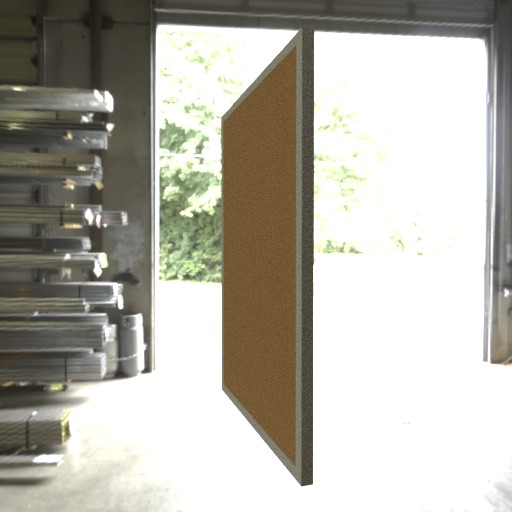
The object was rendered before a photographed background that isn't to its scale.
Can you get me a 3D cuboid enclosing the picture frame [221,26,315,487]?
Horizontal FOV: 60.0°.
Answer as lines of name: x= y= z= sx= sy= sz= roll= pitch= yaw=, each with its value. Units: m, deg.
picture frame: x=0.000 y=0.000 z=0.564 sx=0.013 sy=0.434 sz=0.305 roll=0 pitch=1 yaw=-19
